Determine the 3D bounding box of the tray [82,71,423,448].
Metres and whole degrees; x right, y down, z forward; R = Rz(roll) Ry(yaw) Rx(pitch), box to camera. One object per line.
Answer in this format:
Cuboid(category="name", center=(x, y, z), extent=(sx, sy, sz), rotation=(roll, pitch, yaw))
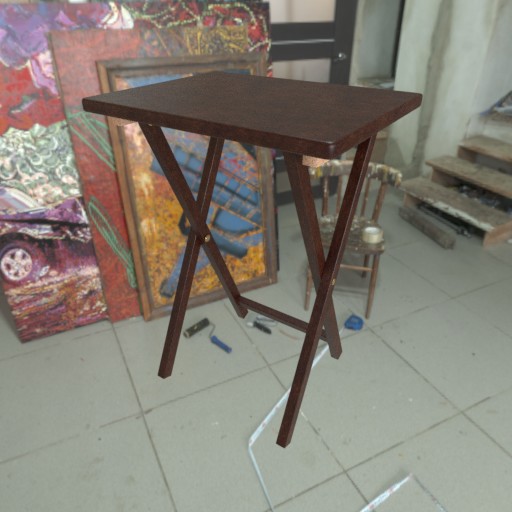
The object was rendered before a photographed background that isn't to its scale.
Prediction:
Cuboid(category="tray", center=(0.000, 0.000, 0.954), extent=(0.483, 0.660, 0.381), rotation=(19, 36, 29))
